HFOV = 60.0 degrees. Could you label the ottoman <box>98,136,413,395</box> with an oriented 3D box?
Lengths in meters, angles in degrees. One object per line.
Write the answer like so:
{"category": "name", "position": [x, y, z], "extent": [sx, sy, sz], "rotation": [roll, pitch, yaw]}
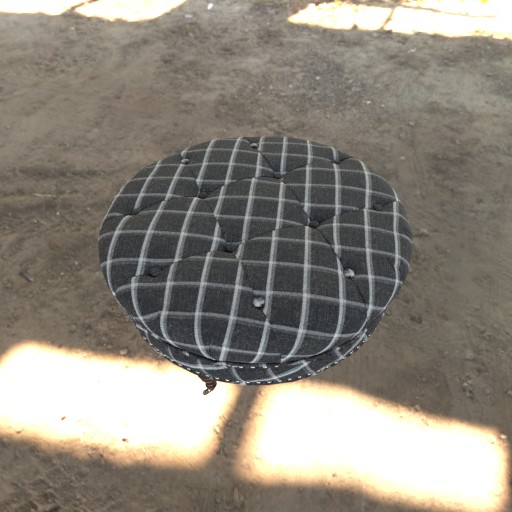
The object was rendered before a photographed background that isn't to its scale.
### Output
{"category": "ottoman", "position": [0.000, 0.000, 1.409], "extent": [0.901, 0.439, 0.901], "rotation": [0, 46, 0]}
